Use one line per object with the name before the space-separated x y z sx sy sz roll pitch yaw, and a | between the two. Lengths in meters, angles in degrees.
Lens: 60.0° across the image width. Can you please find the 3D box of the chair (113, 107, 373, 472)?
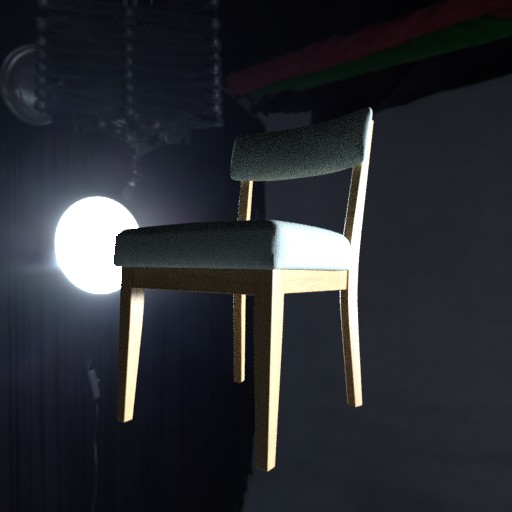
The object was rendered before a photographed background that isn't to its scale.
chair | 0.000 0.000 1.194 0.508 0.832 0.572 0 -1 36
